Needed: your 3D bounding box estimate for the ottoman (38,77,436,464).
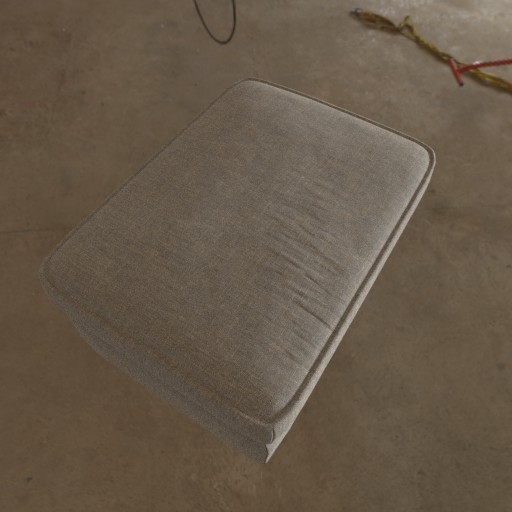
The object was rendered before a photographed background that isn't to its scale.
[{"bbox_3d":[0.000,0.000,1.077,0.559,0.457,0.762,28,61,17],"label":"ottoman"}]
